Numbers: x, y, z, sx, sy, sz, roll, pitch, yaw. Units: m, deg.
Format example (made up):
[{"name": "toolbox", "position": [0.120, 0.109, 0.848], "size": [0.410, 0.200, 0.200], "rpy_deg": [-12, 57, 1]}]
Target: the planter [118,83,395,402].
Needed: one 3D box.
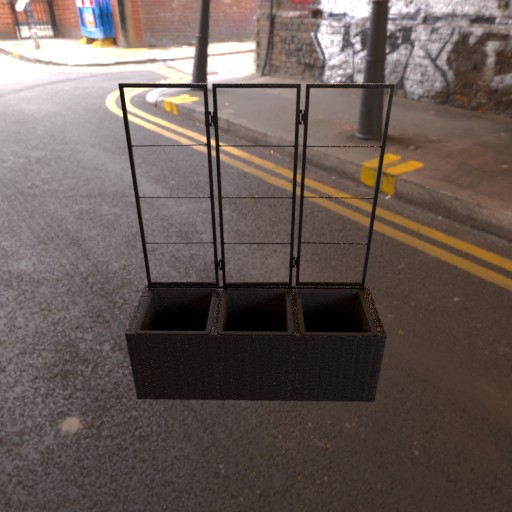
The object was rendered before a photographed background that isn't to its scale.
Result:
[{"name": "planter", "position": [0.000, 0.000, 1.190], "size": [0.698, 0.841, 0.244], "rpy_deg": [0, 30, 1]}]
